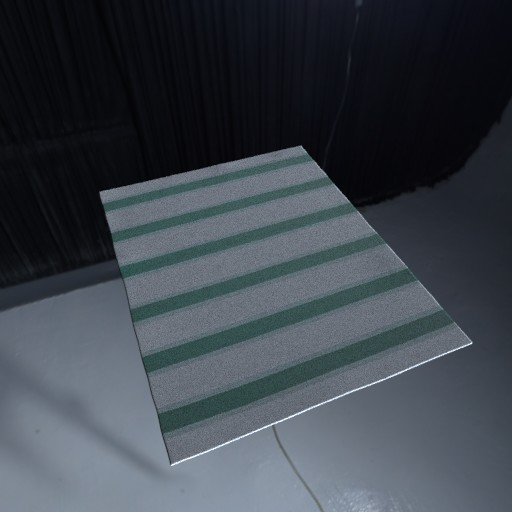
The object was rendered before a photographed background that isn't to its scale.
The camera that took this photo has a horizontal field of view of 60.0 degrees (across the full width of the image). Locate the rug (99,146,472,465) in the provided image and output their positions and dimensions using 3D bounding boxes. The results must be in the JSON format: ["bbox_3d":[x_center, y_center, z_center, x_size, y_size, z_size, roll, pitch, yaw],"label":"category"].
[{"bbox_3d":[0.000,0.000,4.128,2.434,0.019,3.041,-16,48,-15],"label":"rug"}]
